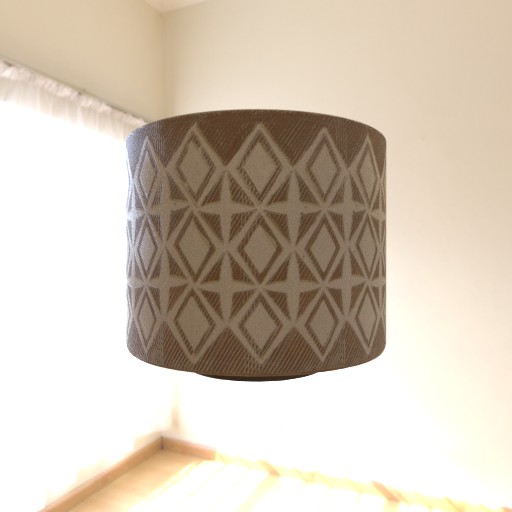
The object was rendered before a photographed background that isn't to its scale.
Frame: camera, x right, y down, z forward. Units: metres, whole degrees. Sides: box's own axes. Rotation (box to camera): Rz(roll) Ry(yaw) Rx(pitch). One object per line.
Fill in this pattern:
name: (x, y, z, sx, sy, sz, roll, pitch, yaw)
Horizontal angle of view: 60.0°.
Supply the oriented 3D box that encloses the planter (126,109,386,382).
planter: (0.000, 0.000, 0.342, 0.193, 0.165, 0.193, 0, 0, 0)
